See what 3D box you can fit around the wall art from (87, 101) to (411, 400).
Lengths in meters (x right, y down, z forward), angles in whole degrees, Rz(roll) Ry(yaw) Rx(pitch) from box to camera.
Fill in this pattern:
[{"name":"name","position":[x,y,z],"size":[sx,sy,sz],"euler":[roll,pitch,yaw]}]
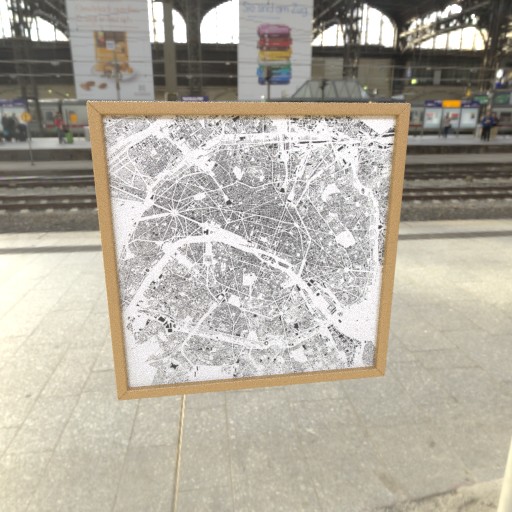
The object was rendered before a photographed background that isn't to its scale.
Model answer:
[{"name":"wall art","position":[0.000,0.000,0.778],"size":[0.509,0.509,0.036],"euler":[-3,17,-9]}]
